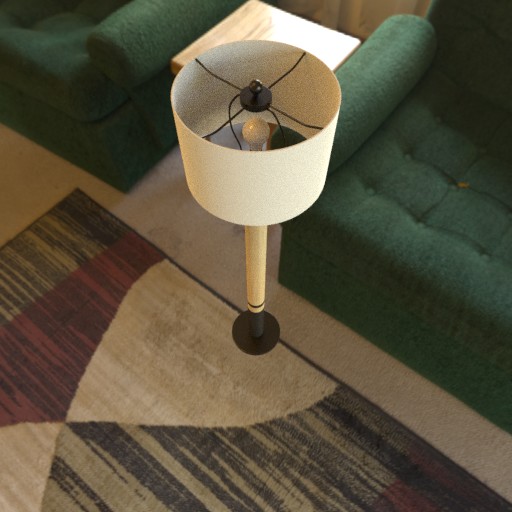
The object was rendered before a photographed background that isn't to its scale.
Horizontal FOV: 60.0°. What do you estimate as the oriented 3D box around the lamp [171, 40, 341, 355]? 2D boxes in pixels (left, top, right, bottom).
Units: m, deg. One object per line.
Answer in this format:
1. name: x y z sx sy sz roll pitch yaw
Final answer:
1. lamp: 0.000 0.000 1.605 0.381 1.478 0.381 17 60 10
